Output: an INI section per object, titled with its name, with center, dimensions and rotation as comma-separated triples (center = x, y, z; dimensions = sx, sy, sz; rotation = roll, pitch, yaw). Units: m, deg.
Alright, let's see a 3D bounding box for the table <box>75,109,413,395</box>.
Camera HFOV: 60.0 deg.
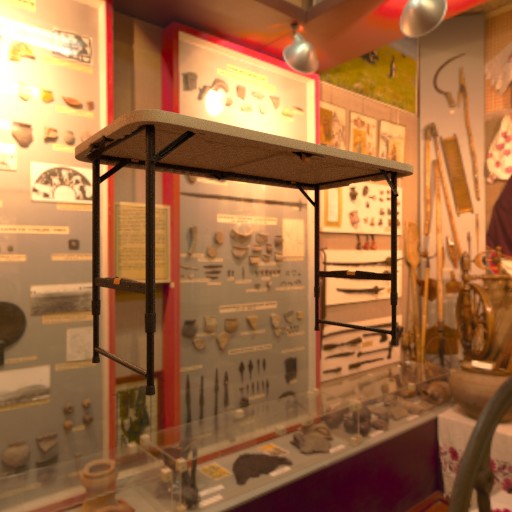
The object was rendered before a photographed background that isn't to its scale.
[table]
center = 0.000, 0.000, 1.679
dimensions = 1.245, 0.737, 0.611
rotation = 0, 0, -38
